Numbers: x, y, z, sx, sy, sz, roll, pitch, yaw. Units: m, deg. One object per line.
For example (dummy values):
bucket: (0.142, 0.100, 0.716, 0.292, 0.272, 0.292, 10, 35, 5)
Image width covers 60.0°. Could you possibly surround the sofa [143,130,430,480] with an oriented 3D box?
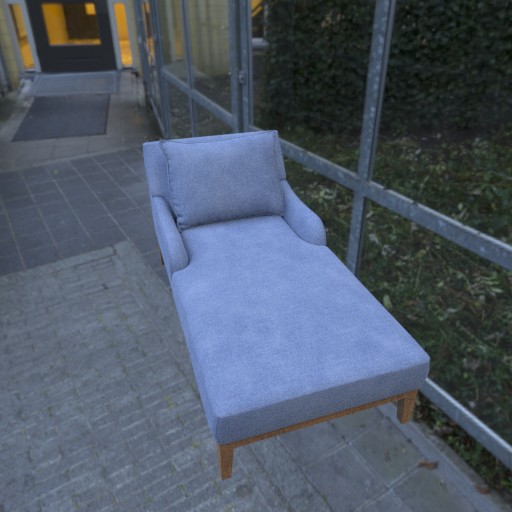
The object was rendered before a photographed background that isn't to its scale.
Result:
sofa: (0.000, 0.000, 2.305, 0.904, 0.883, 1.779, -10, 33, -16)
